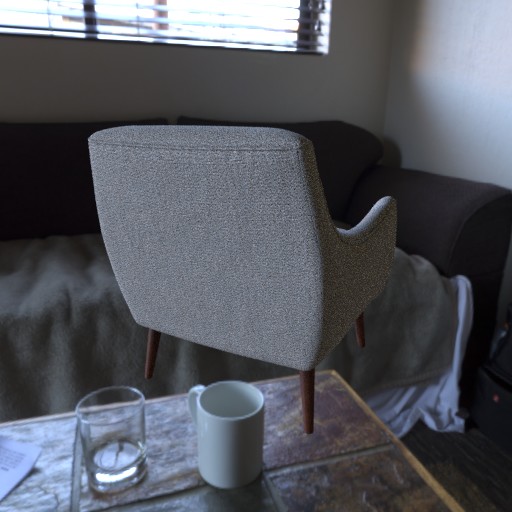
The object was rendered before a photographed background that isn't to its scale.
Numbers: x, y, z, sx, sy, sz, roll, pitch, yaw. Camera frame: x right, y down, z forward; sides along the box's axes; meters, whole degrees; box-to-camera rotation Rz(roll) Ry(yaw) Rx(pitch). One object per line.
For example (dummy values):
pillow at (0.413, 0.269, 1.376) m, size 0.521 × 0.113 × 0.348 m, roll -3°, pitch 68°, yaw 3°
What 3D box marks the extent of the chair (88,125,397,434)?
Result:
chair at (0.000, 0.000, 1.466) m, size 0.762 × 0.838 × 0.787 m, roll 9°, pitch 20°, yaw 27°
